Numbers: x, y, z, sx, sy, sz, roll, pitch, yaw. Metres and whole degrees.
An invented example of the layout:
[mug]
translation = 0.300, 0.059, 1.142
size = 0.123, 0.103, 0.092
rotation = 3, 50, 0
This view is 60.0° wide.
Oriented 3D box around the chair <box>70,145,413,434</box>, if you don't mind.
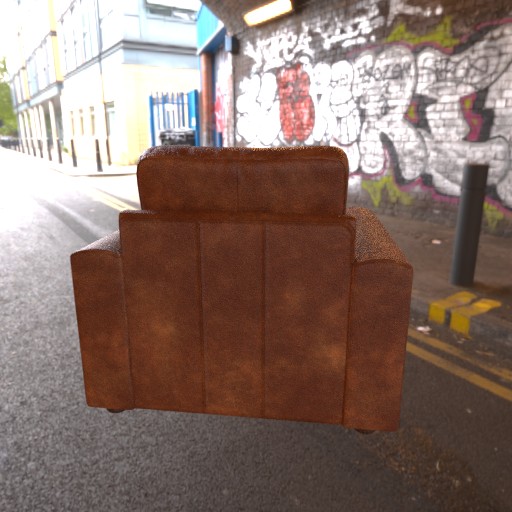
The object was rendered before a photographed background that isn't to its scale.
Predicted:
[chair]
translation = 0.000, 0.000, 1.774
size = 1.005, 0.873, 1.016
rotation = 2, 15, 7
